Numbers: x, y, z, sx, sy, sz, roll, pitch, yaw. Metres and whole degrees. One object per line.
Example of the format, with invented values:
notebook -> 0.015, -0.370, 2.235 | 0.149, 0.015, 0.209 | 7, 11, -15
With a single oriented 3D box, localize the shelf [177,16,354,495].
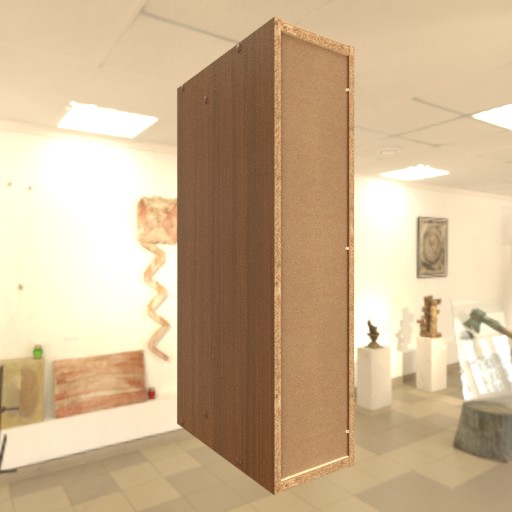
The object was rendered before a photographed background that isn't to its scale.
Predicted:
shelf -> 0.000, 0.000, 0.715 | 0.147, 0.600, 0.290 | 0, 0, -35
